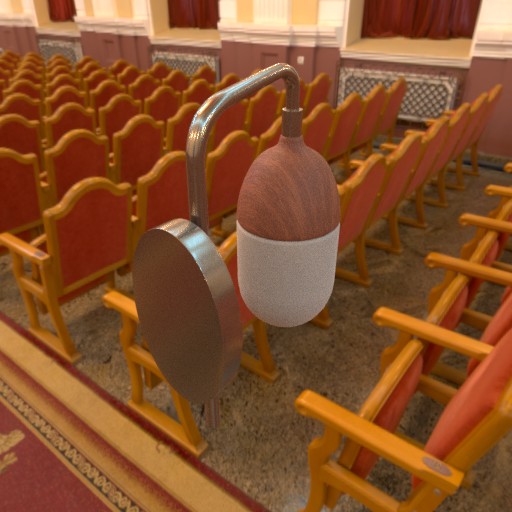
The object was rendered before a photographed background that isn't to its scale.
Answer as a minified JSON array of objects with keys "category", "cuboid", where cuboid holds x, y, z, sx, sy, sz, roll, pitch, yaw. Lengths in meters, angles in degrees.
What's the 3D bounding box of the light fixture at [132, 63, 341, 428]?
[{"category":"light fixture","cuboid":[0.000,0.000,0.434,0.108,0.343,0.216,21,36,33]}]
